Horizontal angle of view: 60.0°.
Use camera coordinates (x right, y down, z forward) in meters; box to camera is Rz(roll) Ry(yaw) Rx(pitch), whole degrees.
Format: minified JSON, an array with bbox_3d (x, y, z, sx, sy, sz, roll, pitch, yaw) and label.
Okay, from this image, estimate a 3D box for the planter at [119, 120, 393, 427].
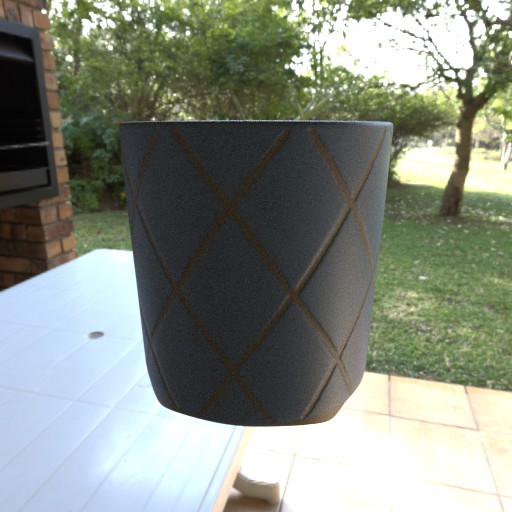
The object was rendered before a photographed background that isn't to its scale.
[{"bbox_3d":[0.000,0.000,0.347,0.191,0.200,0.191,0,16,0],"label":"planter"}]
